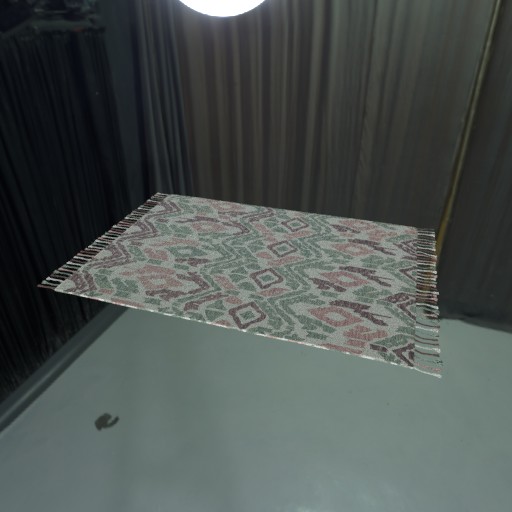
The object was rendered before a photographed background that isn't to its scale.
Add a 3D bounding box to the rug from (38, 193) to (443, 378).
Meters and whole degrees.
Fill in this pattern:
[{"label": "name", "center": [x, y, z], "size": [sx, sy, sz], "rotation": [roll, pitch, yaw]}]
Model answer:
[{"label": "rug", "center": [0.000, 0.000, 2.349], "size": [1.829, 0.010, 1.219], "rotation": [10, 32, 15]}]
